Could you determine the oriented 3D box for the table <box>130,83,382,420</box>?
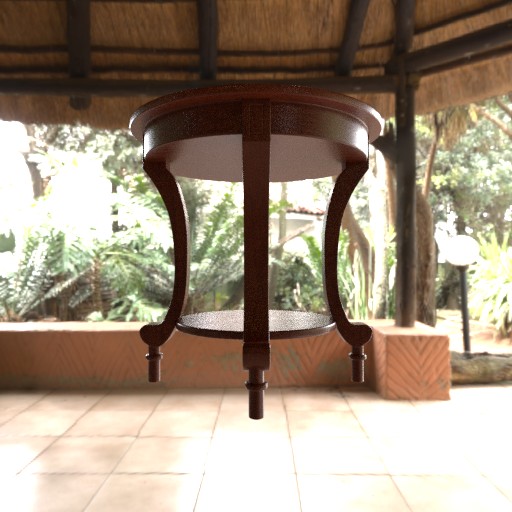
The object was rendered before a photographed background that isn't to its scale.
[{"bbox_3d":[0.000,0.000,1.086,0.597,0.612,0.597,0,0,0],"label":"table"}]
